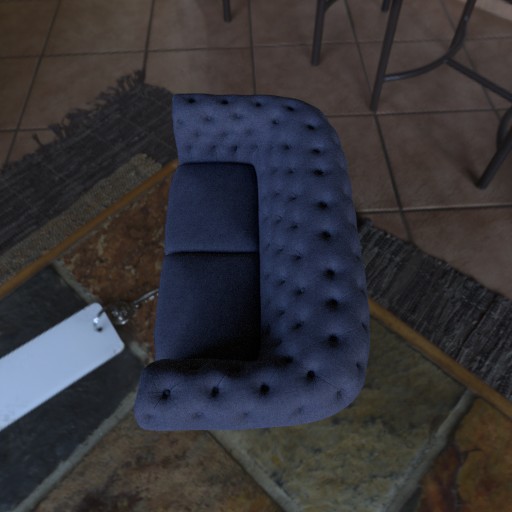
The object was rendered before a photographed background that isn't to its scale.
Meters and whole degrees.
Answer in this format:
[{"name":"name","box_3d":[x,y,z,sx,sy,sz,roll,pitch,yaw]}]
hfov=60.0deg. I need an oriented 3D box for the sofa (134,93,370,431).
[{"name":"sofa","box_3d":[0.000,0.000,2.575,1.082,0.833,1.988,-1,59,0]}]
